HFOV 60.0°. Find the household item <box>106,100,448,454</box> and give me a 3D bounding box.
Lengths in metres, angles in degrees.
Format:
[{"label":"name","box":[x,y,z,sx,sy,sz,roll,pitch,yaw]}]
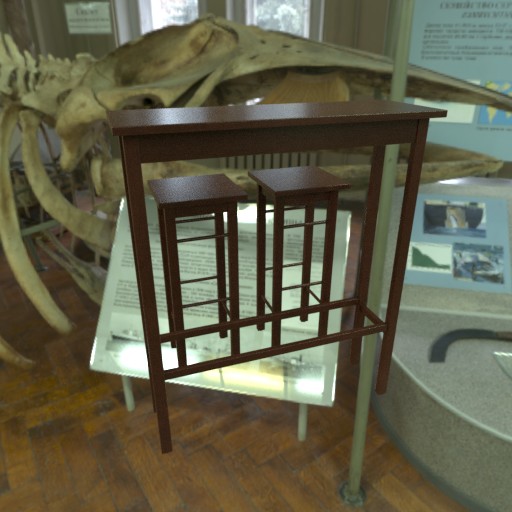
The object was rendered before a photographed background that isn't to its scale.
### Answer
[{"label":"household item","box":[0.000,0.000,1.631,0.914,1.067,0.676,-8,26,-18]}]
